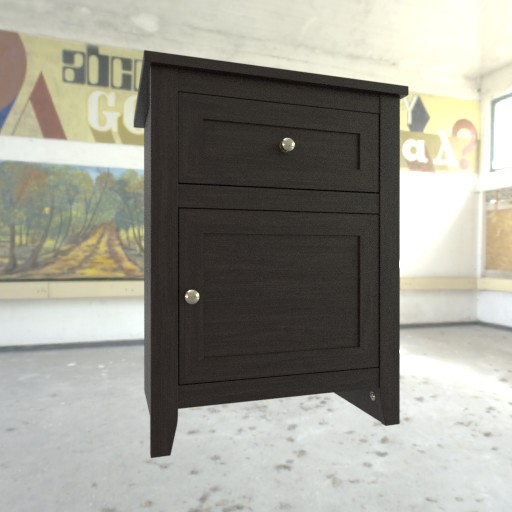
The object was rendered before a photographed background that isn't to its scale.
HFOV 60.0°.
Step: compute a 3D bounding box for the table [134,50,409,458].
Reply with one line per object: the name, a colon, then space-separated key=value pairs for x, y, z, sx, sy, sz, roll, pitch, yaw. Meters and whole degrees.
table: x=0.000 y=0.000 z=0.932 sx=0.480 sy=0.635 sz=0.381 roll=0 pitch=0 yaw=-18
